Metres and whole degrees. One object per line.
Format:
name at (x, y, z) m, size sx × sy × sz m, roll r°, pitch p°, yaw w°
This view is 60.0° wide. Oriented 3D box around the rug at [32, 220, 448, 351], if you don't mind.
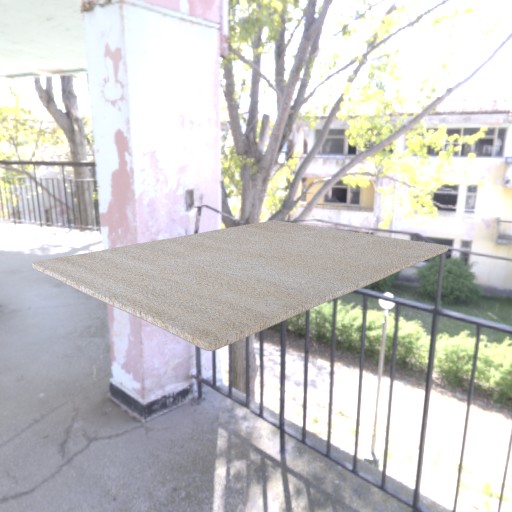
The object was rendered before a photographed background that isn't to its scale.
rug at (0.000, 0.000, 2.092) m, size 1.199 × 0.025 × 1.600 m, roll 13°, pitch 19°, yaw 42°
